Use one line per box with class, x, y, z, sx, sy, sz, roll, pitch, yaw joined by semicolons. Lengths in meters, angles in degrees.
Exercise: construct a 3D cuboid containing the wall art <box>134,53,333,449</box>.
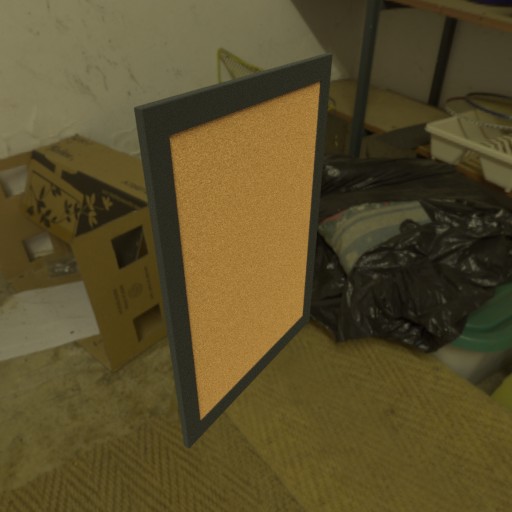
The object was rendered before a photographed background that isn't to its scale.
wall art;0.000;0.000;0.684;0.012;0.529;0.374;22;39;29
